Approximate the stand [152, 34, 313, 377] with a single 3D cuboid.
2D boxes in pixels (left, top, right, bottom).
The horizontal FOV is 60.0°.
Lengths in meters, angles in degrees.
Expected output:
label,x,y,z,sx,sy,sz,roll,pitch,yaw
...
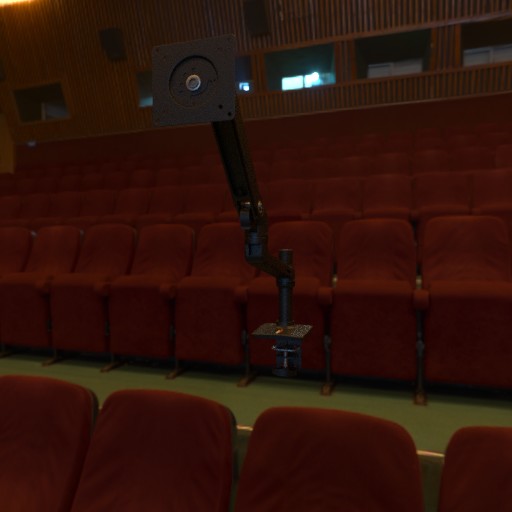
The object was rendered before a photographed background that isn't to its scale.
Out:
label,x,y,z,sx,sy,sz,roll,pitch,yaw
stand,0.000,0.000,1.033,0.152,0.713,0.650,0,1,18
